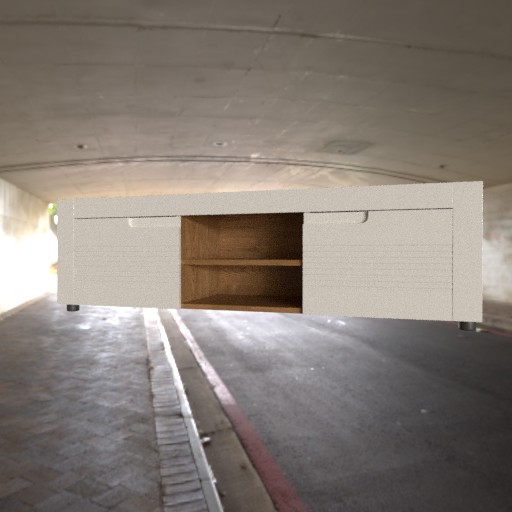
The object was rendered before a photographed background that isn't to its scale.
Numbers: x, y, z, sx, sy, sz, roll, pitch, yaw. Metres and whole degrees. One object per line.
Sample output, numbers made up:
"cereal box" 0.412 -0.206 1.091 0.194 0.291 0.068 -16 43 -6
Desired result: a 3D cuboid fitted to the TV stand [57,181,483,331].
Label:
"TV stand" 0.000 0.000 1.700 1.500 0.440 0.410 0 1 17
